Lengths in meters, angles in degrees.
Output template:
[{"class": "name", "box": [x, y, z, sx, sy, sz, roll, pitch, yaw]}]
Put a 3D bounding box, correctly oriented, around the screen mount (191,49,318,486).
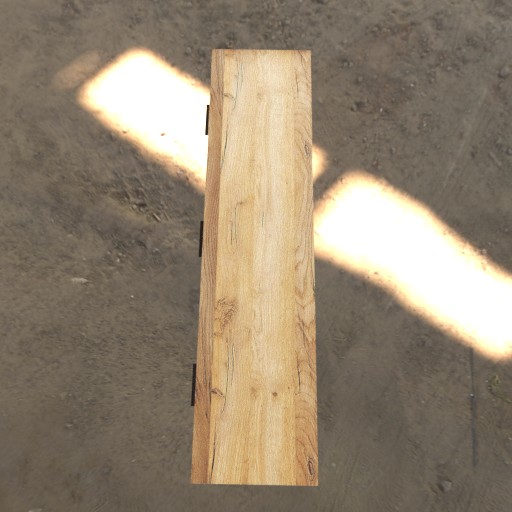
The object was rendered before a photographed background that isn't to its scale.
[{"class": "screen mount", "box": [0.000, 0.000, 1.729, 0.395, 0.450, 1.524, 1, 75, 0]}]
